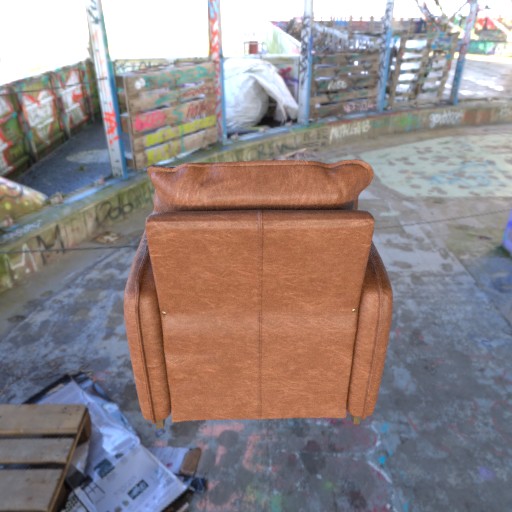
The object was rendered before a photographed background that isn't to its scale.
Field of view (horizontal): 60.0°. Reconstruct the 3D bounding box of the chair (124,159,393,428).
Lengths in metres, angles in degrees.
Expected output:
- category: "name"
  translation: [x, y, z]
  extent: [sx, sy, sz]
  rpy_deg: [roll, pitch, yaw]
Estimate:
- category: "chair"
  translation: [0.000, 0.000, 1.655]
  extent: [0.830, 0.922, 0.922]
  rpy_deg: [-1, 29, -1]
